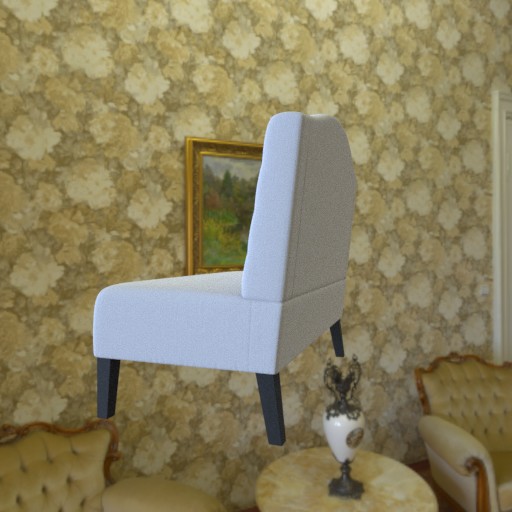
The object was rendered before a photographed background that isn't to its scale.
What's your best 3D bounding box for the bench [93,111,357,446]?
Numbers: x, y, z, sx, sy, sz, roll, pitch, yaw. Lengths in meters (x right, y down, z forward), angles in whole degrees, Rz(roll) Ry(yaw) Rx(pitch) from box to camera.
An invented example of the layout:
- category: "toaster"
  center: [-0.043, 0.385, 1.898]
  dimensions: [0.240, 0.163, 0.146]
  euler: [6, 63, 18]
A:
- category: "bench"
  center: [0.000, 0.000, 2.098]
  dimensions: [0.815, 1.180, 1.335]
  euler: [0, 0, 20]
